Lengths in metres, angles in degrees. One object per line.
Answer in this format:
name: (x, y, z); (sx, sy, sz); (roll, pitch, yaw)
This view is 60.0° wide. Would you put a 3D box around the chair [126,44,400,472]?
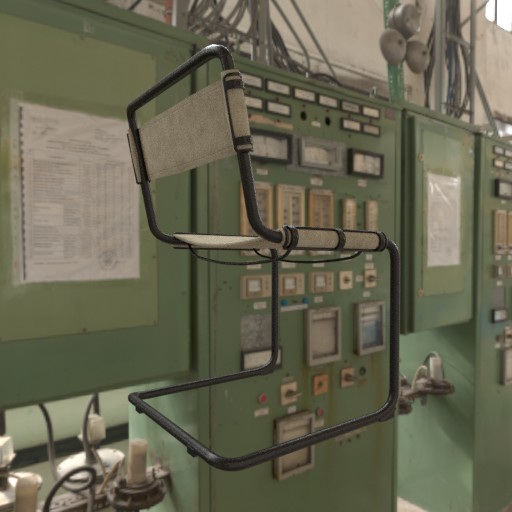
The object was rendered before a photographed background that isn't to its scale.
chair: (0.000, 0.000, 1.075); (0.497, 0.747, 0.499); (-1, 1, -36)
